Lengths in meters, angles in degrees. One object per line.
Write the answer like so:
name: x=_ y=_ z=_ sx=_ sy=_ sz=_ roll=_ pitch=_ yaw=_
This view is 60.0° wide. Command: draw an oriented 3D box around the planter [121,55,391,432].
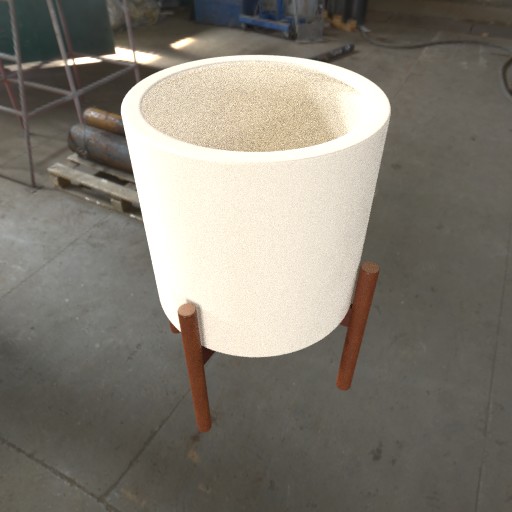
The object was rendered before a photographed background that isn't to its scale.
planter: x=0.000 y=0.000 z=0.922 sx=0.417 sy=0.670 sz=0.417 roll=-13 pitch=43 yaw=-14
